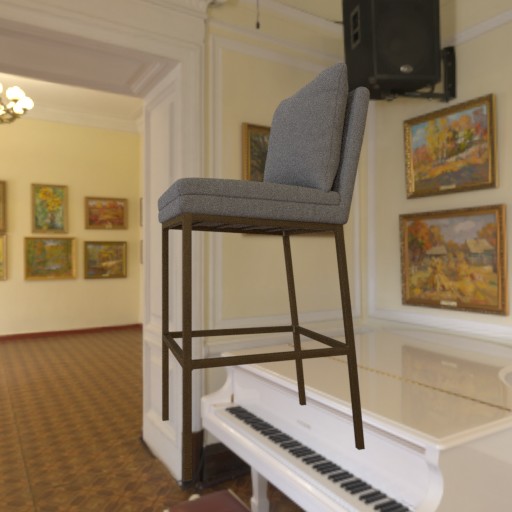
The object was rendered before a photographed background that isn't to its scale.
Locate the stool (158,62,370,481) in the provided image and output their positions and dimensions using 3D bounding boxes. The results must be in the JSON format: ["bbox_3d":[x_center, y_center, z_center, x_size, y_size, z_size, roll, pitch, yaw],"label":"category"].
[{"bbox_3d":[0.000,0.000,1.409,0.569,1.132,0.463,0,0,-19],"label":"stool"}]
